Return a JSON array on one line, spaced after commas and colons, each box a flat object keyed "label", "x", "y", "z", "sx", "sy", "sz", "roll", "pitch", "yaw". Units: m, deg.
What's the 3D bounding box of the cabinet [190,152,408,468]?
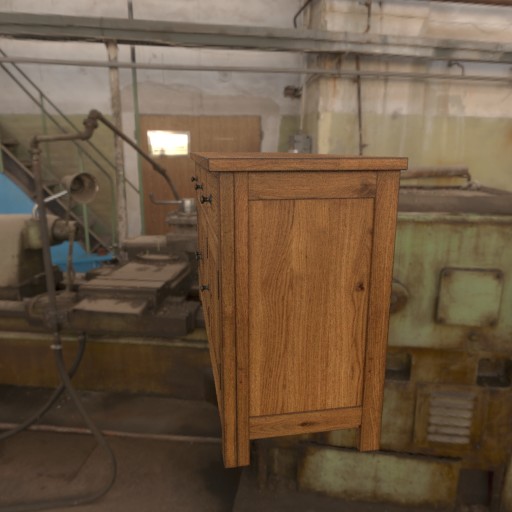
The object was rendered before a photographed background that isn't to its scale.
[{"label": "cabinet", "x": 0.000, "y": 0.000, "z": 1.811, "sx": 0.480, "sy": 0.813, "sz": 1.474, "roll": -2, "pitch": 14, "yaw": -9}]
